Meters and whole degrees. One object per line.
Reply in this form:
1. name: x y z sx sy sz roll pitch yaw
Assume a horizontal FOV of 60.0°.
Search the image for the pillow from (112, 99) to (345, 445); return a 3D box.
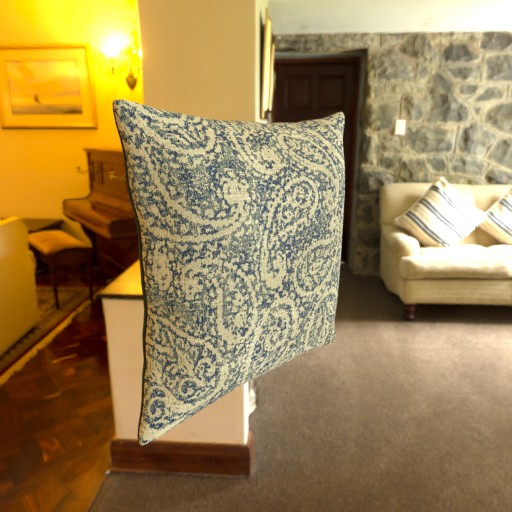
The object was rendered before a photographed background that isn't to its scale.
1. pillow: 0.000 0.000 0.797 0.166 0.510 0.523 14 21 42
